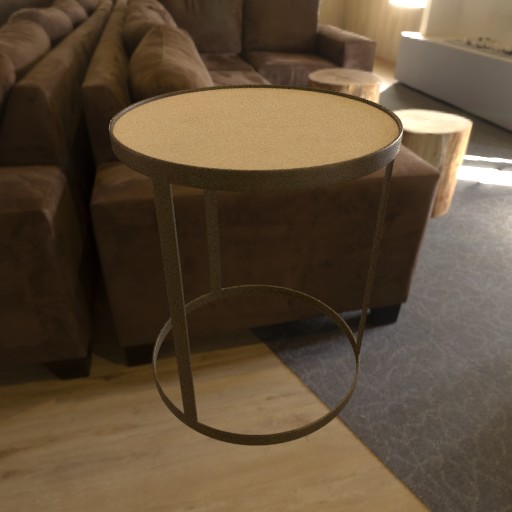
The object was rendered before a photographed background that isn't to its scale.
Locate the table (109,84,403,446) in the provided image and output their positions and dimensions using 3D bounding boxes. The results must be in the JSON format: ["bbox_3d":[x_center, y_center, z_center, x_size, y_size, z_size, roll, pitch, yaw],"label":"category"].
[{"bbox_3d":[0.000,0.000,0.904,0.480,0.565,0.480,0,33,0],"label":"table"}]
